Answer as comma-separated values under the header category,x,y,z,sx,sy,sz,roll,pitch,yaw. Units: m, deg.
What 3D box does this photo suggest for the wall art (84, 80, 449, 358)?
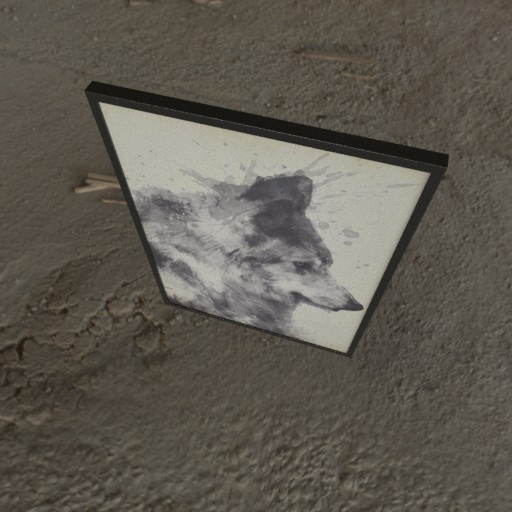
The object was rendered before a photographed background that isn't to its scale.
category,x,y,z,sx,sy,sz,roll,pitch,yaw
wall art,0.000,0.000,1.393,0.804,1.061,0.039,15,58,9
